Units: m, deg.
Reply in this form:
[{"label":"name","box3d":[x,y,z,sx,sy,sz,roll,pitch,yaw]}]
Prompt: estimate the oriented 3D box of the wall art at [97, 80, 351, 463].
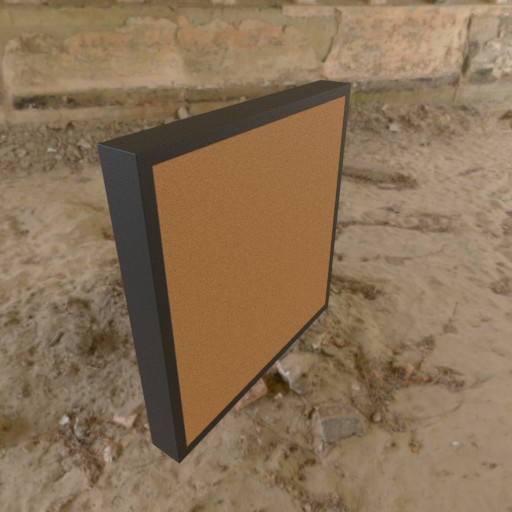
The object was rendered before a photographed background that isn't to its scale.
[{"label":"wall art","box3d":[0.000,0.000,0.462,0.038,0.304,0.304,20,36,30]}]
